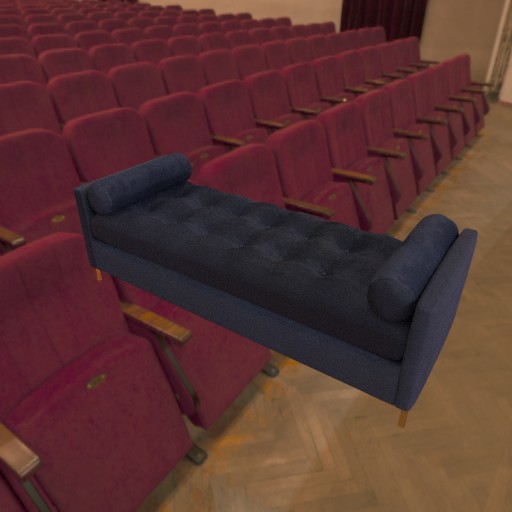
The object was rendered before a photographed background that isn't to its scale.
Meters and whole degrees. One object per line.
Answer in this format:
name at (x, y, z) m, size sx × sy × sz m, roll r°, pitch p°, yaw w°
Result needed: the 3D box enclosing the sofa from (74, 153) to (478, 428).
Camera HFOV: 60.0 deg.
sofa at (0.000, 0.000, 2.508) m, size 2.102 × 0.705 × 0.796 m, roll 19°, pitch 36°, yaw 29°
